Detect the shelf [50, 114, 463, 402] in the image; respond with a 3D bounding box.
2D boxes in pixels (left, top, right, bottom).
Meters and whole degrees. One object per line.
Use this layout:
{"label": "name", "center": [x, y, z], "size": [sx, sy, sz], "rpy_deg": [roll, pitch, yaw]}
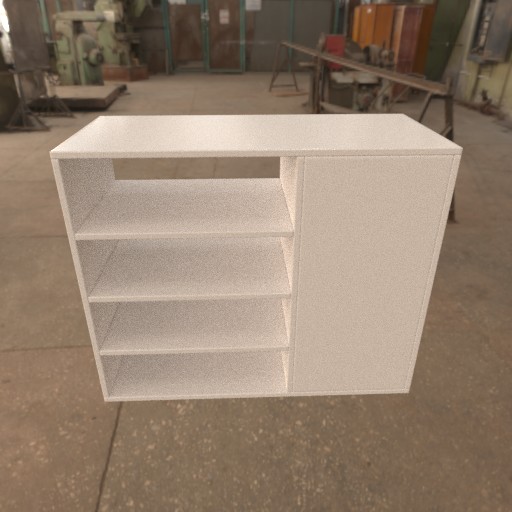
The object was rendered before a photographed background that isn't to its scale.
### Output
{"label": "shelf", "center": [0.000, 0.000, 1.303], "size": [0.895, 0.732, 0.396], "rpy_deg": [-1, 28, -2]}
